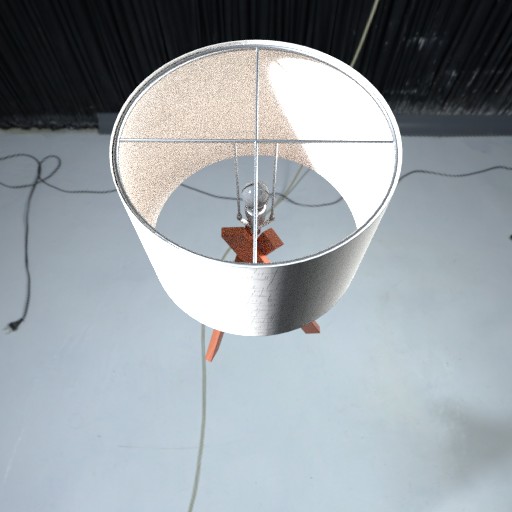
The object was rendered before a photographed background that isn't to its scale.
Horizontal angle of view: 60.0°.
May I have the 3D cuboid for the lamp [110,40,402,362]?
[{"bbox_3d":[0.000,0.000,0.886,0.380,0.686,0.380,1,63,0],"label":"lamp"}]
